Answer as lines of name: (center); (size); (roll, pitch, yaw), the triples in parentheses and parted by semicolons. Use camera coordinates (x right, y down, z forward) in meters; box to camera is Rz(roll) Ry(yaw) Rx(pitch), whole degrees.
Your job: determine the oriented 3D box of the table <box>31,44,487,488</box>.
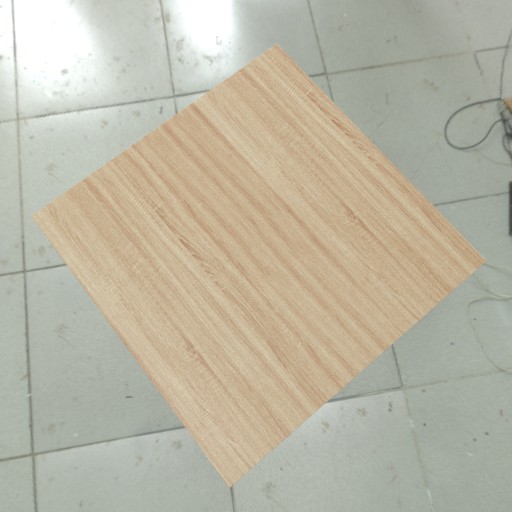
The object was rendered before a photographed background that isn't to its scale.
table: (0.000, 0.000, 1.064); (0.670, 0.305, 0.670); (-38, 79, -9)
